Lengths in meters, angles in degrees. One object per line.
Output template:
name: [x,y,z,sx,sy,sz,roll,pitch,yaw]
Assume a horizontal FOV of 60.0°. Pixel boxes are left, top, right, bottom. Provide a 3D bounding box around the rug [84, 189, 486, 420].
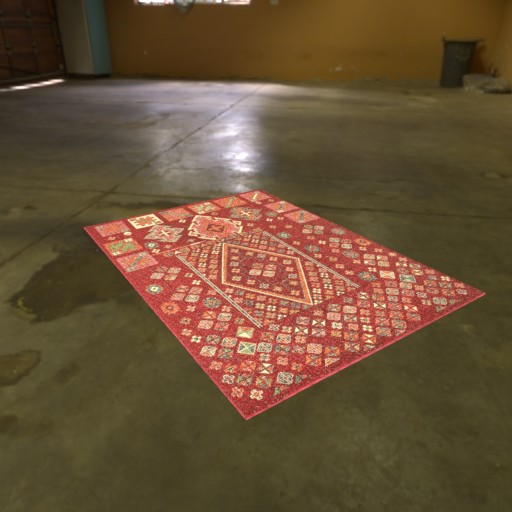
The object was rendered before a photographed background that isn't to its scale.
rug: [0.000,0.000,2.852,1.579,0.007,2.184,-17,32,-30]
